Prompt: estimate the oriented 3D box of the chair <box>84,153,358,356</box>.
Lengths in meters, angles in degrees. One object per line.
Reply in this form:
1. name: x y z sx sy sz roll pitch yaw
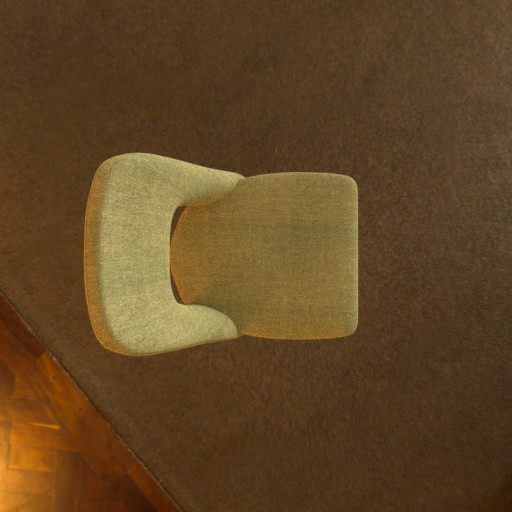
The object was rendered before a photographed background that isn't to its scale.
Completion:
1. chair: 0.000 0.000 1.267 0.612 0.931 0.470 0 90 2
